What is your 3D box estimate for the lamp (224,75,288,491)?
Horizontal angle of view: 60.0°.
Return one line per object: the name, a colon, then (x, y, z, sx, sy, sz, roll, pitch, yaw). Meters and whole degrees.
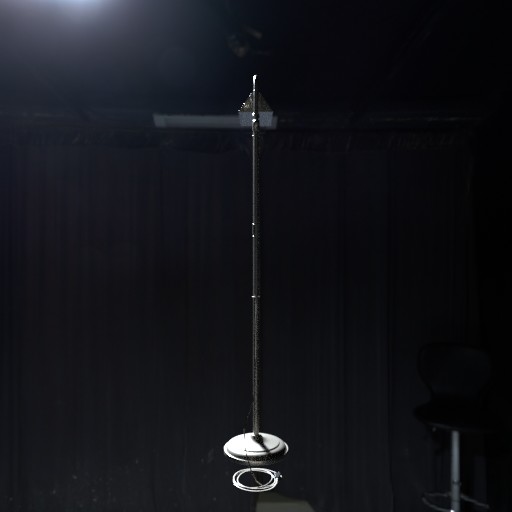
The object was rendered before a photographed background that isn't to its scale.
lamp: (0.000, 0.000, 1.882, 0.256, 1.571, 0.813, 0, -1, 0)
